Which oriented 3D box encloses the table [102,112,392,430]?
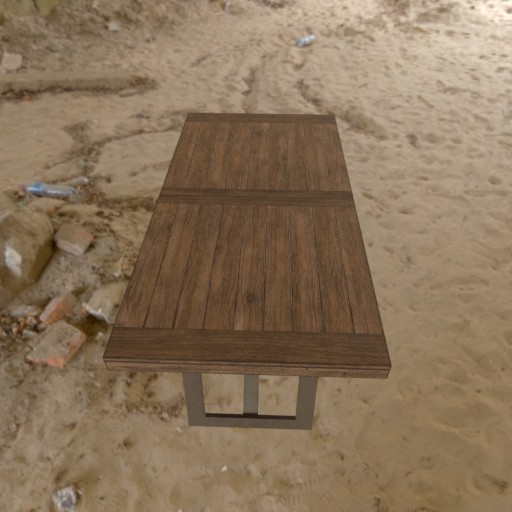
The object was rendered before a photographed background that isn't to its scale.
[{"bbox_3d":[0.000,0.000,2.372,0.931,0.757,1.867,1,42,1],"label":"table"}]
